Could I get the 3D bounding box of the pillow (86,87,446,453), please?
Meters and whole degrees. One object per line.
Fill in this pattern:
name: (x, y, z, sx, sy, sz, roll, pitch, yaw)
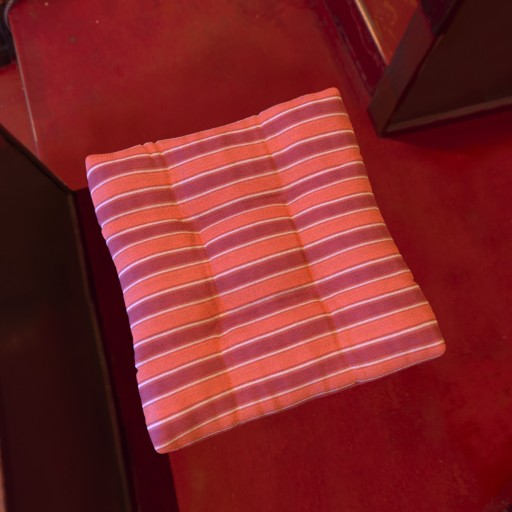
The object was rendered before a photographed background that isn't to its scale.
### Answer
pillow: (0.000, 0.000, 0.730, 0.468, 0.133, 0.490, -17, 76, -5)
